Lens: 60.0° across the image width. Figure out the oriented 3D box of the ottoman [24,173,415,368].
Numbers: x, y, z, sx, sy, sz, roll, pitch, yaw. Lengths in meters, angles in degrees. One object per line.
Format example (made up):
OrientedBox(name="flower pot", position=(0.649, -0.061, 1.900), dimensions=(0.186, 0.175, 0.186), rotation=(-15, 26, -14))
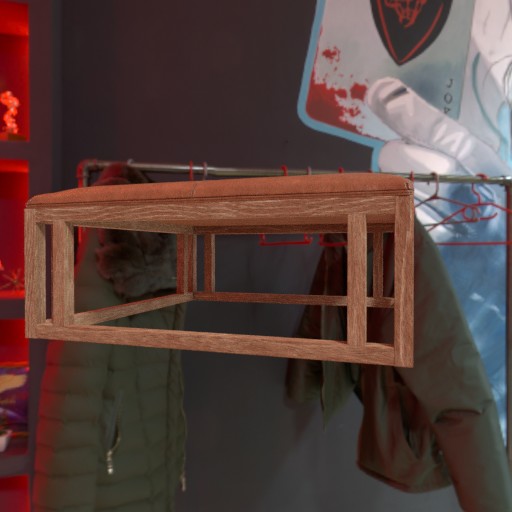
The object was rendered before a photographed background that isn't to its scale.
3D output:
OrientedBox(name="ottoman", position=(0.000, 0.000, 1.542), dimensions=(1.016, 0.442, 1.013), rotation=(0, 1, 18))
